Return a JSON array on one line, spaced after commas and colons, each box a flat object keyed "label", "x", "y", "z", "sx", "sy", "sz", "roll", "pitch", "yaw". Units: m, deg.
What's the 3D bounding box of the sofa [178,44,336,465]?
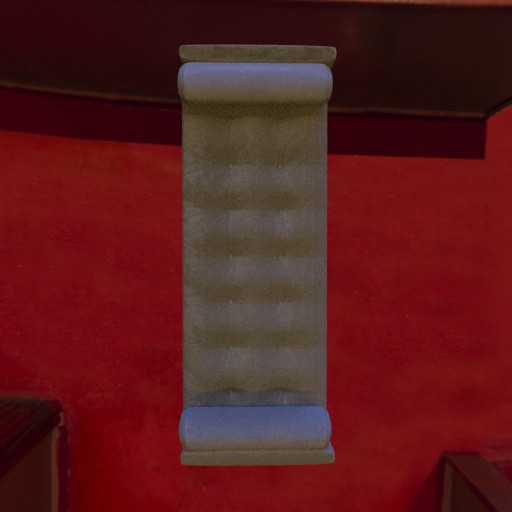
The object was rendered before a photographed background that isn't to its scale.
[{"label": "sofa", "x": 0.000, "y": 0.000, "z": 2.485, "sx": 0.796, "sy": 0.705, "sz": 2.102, "roll": 0, "pitch": 91, "yaw": -1}]
